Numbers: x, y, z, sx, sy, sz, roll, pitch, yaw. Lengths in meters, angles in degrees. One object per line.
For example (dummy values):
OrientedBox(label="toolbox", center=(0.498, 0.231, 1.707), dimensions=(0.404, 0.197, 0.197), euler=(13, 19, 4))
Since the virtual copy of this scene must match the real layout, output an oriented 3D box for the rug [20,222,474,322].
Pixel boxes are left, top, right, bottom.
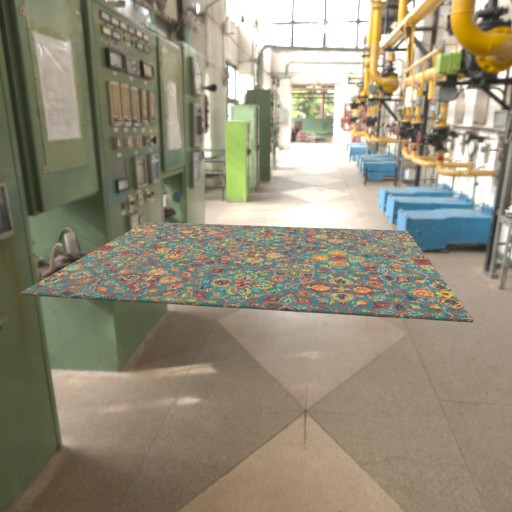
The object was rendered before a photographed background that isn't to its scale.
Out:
OrientedBox(label="rug", center=(0.000, 0.000, 4.224), dimensions=(3.204, 0.025, 2.434), euler=(3, 17, 8))
